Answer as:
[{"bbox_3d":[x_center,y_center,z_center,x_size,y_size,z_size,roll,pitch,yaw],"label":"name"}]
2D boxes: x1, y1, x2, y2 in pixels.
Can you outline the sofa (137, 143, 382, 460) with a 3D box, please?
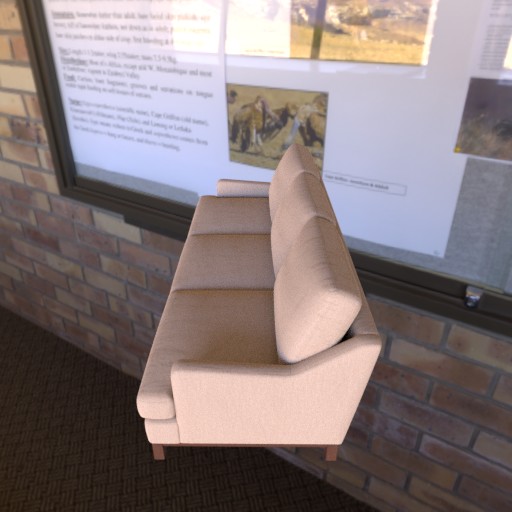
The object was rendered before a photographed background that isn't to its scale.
[{"bbox_3d":[0.000,0.000,2.826,1.000,0.913,2.321,0,29,0],"label":"sofa"}]
